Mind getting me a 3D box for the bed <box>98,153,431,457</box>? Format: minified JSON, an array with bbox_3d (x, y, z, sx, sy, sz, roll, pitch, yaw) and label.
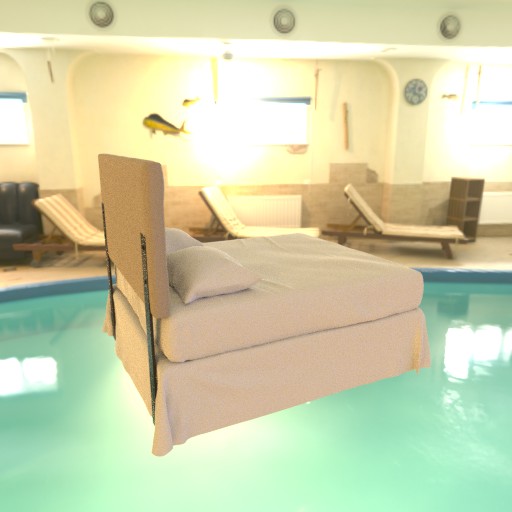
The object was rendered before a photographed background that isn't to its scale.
[{"bbox_3d":[0.000,0.000,3.523,2.222,1.577,1.936,-7,16,-26],"label":"bed"}]
